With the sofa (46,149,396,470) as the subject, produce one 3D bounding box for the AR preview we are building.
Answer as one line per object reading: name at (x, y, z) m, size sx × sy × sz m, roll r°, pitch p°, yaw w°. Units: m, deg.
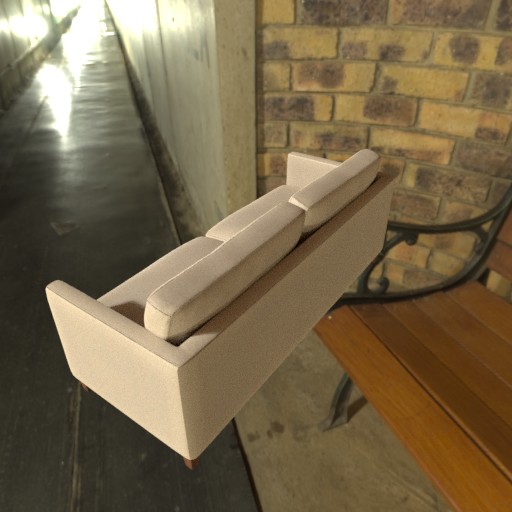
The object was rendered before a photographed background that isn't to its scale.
sofa at (0.000, 0.000, 2.899) m, size 0.951 × 0.968 × 2.361 m, roll 21°, pitch 39°, yaw 29°
